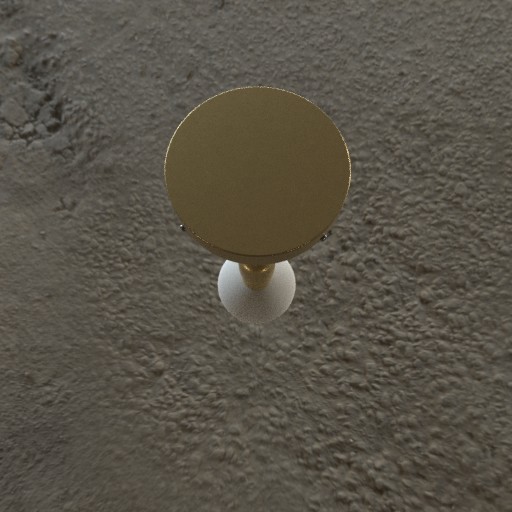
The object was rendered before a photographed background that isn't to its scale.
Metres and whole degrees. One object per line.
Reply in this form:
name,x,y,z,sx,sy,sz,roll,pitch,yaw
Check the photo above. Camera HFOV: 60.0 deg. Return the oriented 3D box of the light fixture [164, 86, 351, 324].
light fixture,0.000,0.000,0.586,0.146,0.510,0.147,-35,77,-9
